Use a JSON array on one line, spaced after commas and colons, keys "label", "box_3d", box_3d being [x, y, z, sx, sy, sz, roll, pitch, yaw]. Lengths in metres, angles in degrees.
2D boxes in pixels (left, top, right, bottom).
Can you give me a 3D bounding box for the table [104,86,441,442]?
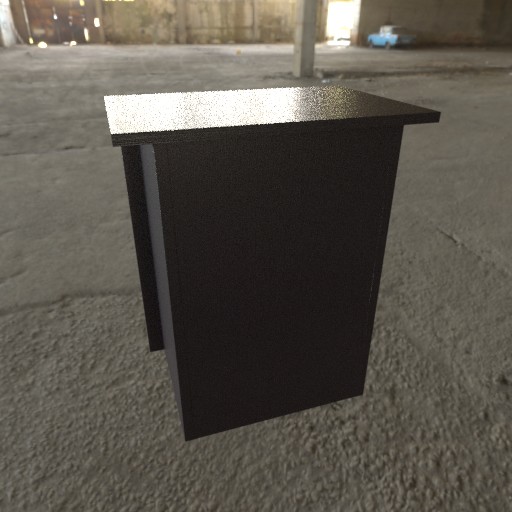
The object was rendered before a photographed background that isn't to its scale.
[{"label": "table", "box_3d": [0.000, 0.000, 1.078, 0.589, 0.711, 0.408, -9, 29, -16]}]
